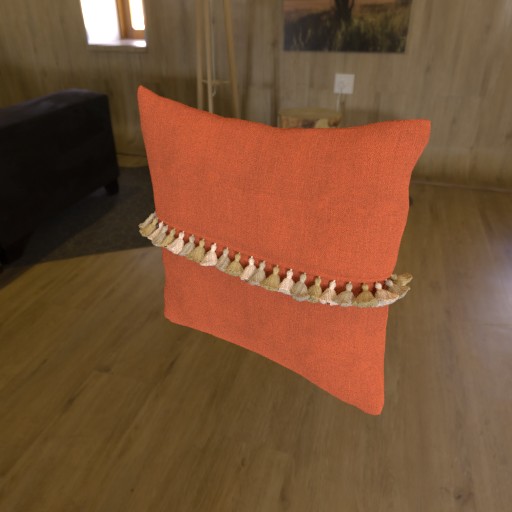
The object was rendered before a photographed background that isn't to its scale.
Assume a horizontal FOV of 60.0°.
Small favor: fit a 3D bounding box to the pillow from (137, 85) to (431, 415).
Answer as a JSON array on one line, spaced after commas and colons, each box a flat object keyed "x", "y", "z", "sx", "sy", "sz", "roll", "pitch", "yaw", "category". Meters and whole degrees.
[{"x": 0.000, "y": 0.000, "z": 0.720, "sx": 0.490, "sy": 0.482, "sz": 0.165, "roll": 18, "pitch": 34, "yaw": 28, "category": "pillow"}]
